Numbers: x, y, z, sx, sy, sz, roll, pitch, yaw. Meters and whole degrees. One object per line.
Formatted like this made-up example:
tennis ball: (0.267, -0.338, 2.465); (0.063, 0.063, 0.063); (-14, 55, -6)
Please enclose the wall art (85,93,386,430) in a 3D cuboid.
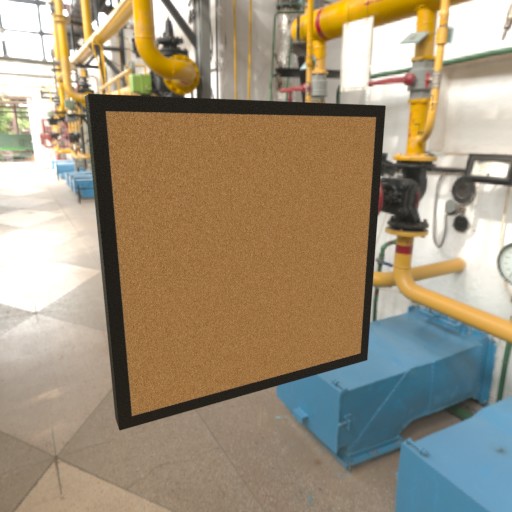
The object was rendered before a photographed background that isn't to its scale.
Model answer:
wall art: (0.000, 0.000, 0.768); (0.508, 0.508, 0.036); (-8, 17, -26)
